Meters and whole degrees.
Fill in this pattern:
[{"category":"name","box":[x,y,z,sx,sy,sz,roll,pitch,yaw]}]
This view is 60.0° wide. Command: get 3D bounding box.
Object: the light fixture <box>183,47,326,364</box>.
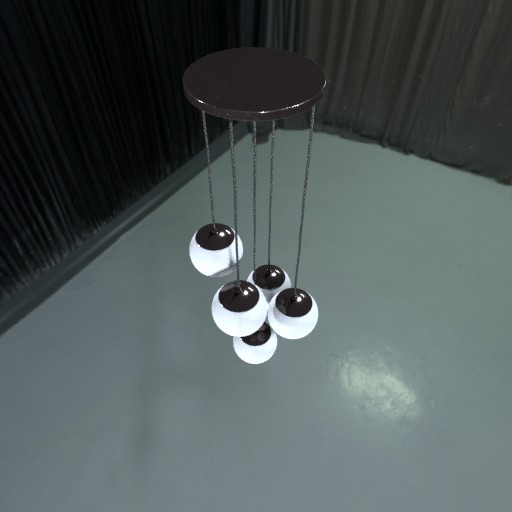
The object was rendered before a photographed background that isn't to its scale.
[{"category":"light fixture","box":[0.000,0.000,1.533,0.489,1.271,0.484,24,51,21]}]
